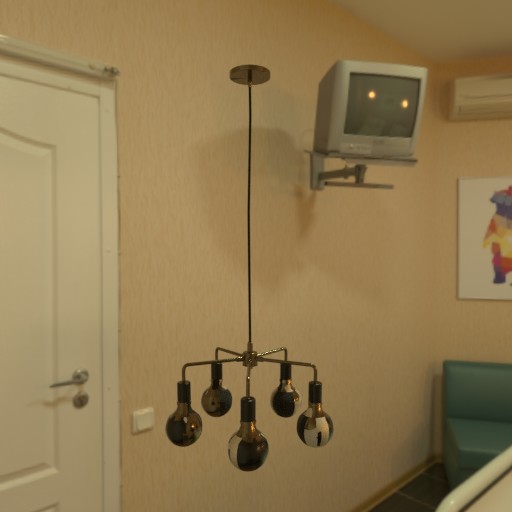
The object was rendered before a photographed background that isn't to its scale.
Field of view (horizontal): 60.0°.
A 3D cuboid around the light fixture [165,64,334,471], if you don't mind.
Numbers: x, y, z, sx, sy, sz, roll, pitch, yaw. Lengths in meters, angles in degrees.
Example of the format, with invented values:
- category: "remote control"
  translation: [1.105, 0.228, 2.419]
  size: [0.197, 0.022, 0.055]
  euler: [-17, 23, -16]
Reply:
- category: "light fixture"
  translation: [0.000, 0.000, 1.199]
  size: [0.421, 0.988, 0.438]
  euler: [0, 1, 19]
